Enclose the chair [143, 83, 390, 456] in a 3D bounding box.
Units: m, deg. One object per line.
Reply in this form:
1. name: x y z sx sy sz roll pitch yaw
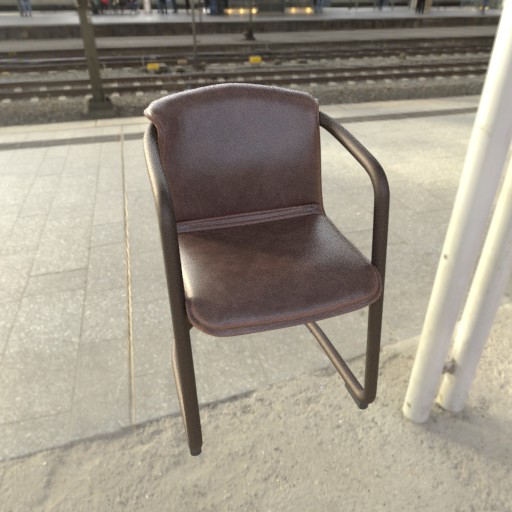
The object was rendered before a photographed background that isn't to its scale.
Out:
1. chair: 0.000 0.000 1.243 0.536 0.836 0.664 -9 32 -15
